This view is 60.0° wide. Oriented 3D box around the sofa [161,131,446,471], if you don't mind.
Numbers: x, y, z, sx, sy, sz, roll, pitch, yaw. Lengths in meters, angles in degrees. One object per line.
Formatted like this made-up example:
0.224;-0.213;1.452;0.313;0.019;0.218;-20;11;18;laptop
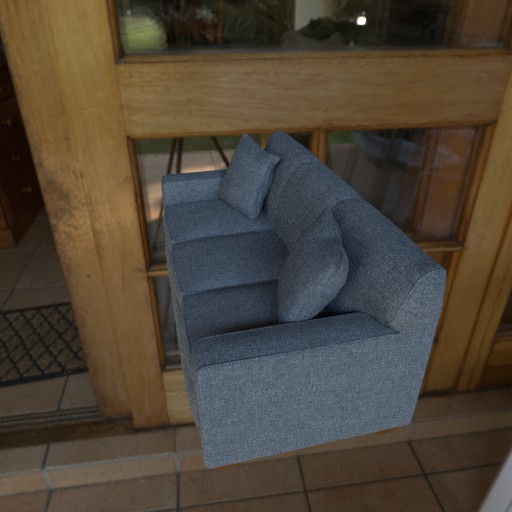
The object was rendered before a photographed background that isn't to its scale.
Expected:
0.000;0.000;2.550;0.997;0.958;2.024;-7;31;-12;sofa
